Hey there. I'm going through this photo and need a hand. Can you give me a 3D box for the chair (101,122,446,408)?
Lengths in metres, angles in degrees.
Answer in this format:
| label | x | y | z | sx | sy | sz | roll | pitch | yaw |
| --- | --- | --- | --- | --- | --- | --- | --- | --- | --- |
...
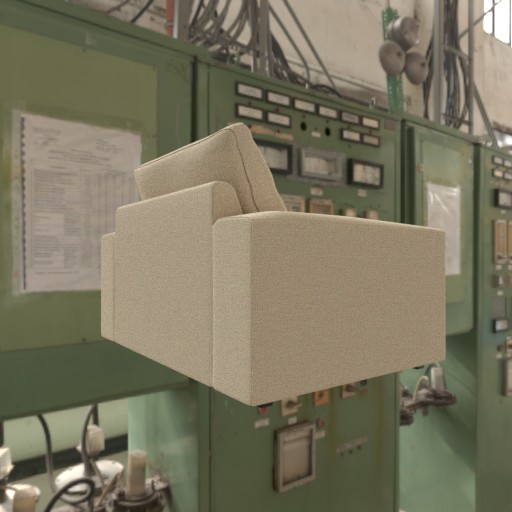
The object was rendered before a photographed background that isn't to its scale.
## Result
| label | x | y | z | sx | sy | sz | roll | pitch | yaw |
| --- | --- | --- | --- | --- | --- | --- | --- | --- | --- |
| chair | 0.000 | 0.000 | 2.103 | 1.039 | 0.915 | 1.398 | 0 | 0 | -36 |
